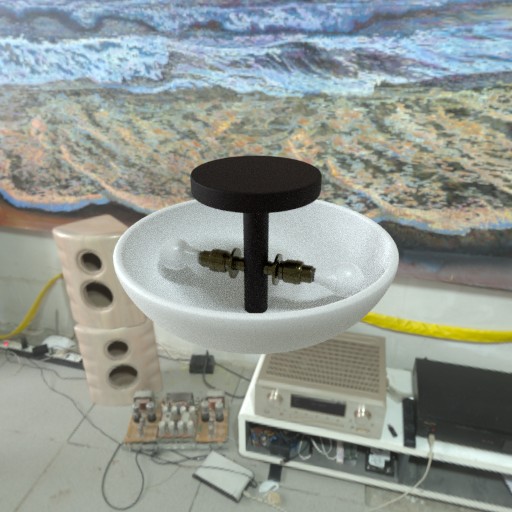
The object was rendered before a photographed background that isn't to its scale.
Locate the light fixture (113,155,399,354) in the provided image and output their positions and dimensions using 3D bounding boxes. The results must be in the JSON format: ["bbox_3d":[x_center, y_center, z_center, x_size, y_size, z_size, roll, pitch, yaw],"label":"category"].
[{"bbox_3d":[0.000,0.000,0.543,0.331,0.212,0.331,0,27,0],"label":"light fixture"}]
